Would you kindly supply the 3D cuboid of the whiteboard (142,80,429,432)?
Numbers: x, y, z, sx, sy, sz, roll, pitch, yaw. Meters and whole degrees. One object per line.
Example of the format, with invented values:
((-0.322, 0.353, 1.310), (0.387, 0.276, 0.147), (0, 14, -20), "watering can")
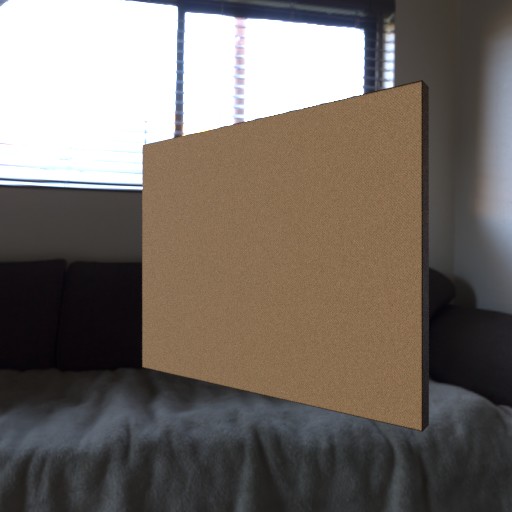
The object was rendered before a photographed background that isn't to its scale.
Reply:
((0.000, 0.000, 0.755), (0.561, 0.457, 0.029), (0, 0, 37), "whiteboard")
